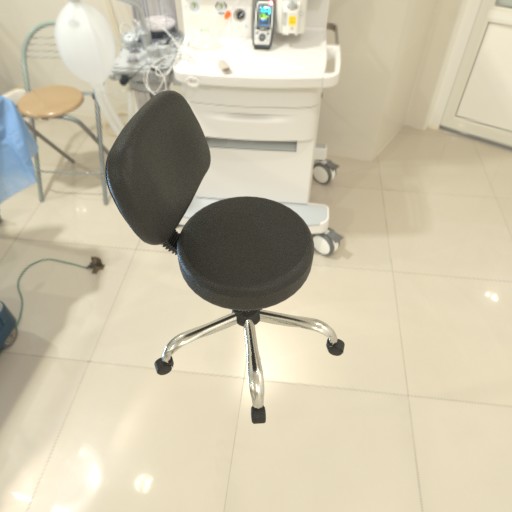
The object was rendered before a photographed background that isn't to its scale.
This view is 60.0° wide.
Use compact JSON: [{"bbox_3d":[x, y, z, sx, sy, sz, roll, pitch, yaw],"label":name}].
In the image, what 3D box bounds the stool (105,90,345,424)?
[{"bbox_3d":[0.000,0.000,1.338,0.648,0.862,0.673,10,48,9],"label":"stool"}]
